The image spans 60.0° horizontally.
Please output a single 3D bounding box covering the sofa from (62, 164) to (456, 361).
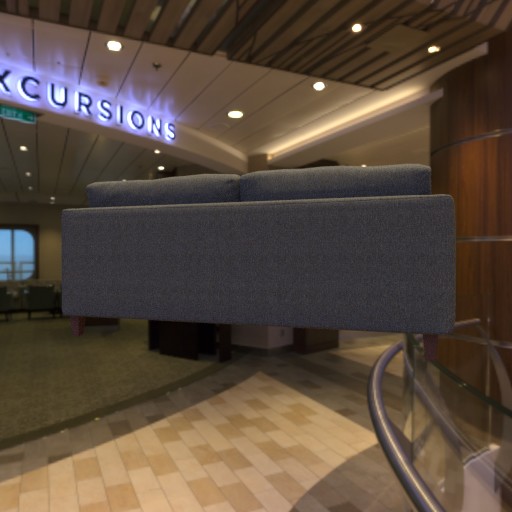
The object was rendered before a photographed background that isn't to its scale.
[{"bbox_3d":[0.000,0.000,2.773,2.208,0.965,0.948,0,0,18],"label":"sofa"}]
